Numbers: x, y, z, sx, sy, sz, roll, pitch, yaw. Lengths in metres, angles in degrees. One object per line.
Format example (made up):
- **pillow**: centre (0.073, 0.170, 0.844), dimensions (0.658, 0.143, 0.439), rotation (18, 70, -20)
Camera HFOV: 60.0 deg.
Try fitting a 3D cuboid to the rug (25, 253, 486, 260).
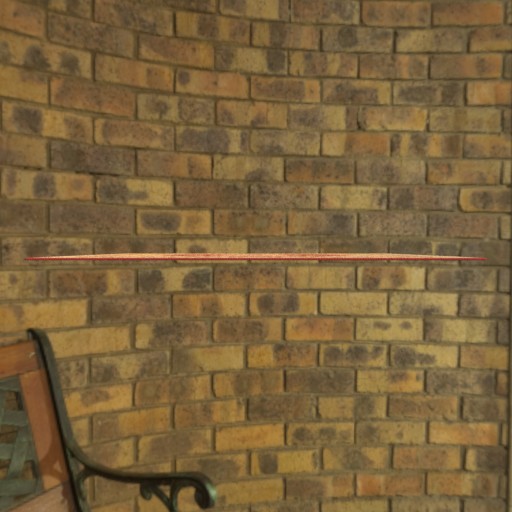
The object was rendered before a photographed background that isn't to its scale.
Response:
- **rug**: centre (0.000, 0.000, 2.919), dimensions (2.211, 0.013, 1.593), rotation (0, 1, 0)
